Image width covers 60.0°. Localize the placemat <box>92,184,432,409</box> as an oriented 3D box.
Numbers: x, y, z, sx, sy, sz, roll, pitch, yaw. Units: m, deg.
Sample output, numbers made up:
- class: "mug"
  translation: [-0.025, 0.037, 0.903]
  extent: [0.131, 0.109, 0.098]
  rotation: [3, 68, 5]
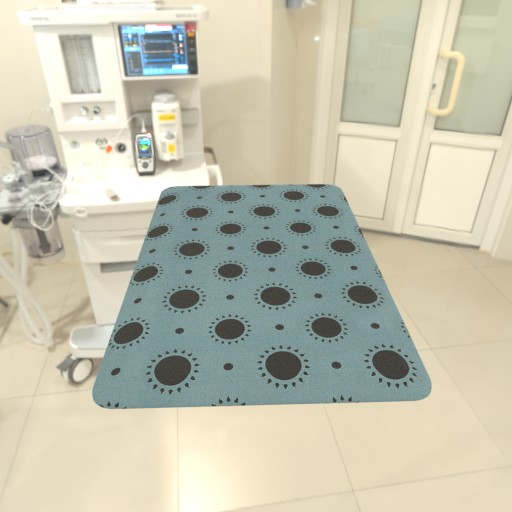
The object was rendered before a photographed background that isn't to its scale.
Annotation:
- class: "placemat"
  translation: [0.000, 0.000, 0.949]
  extent: [0.508, 0.021, 0.762]
  rotation: [-1, 33, -2]
